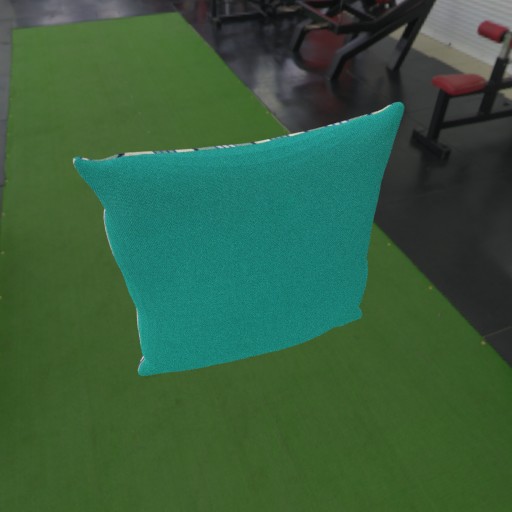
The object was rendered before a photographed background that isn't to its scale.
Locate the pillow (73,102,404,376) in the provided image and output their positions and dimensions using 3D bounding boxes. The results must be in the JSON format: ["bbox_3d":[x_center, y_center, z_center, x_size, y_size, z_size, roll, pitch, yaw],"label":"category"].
[{"bbox_3d":[0.000,0.000,0.694,0.440,0.441,0.182,-13,44,-14],"label":"pillow"}]
